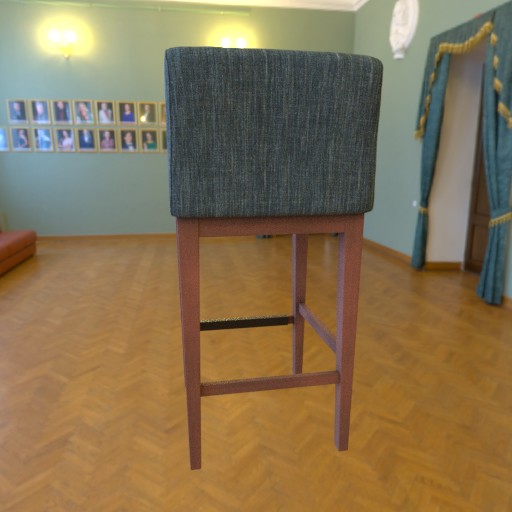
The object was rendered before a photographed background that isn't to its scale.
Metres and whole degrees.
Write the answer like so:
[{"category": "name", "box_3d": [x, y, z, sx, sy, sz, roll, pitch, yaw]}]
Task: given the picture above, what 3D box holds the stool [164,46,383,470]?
[{"category": "stool", "box_3d": [0.000, 0.000, 1.060, 0.395, 0.835, 0.459, -2, 12, -11]}]
